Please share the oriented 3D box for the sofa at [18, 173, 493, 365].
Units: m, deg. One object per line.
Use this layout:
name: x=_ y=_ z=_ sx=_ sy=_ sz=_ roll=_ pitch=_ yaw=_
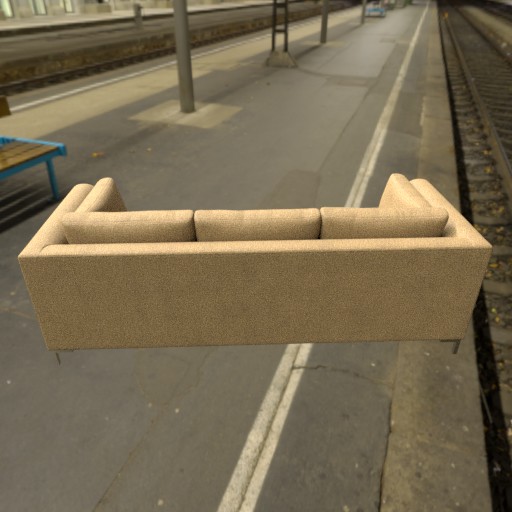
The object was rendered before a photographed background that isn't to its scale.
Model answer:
sofa: x=0.000 y=0.000 z=2.810 sx=2.415 sy=0.867 sz=0.969 roll=-1 pitch=31 yaw=-2
